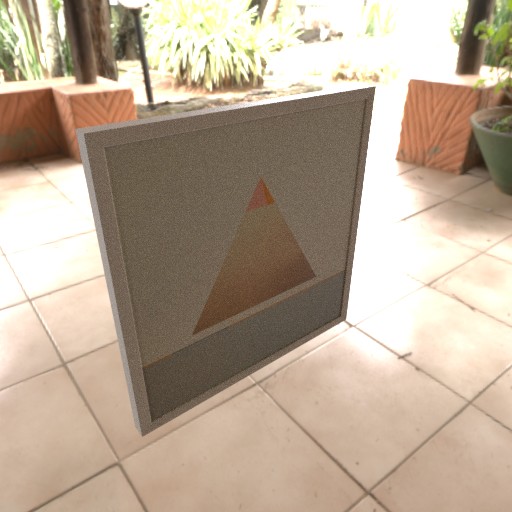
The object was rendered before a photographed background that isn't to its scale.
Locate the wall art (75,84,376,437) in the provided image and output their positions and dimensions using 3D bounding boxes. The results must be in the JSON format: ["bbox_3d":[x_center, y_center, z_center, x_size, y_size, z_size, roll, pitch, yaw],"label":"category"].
[{"bbox_3d":[0.000,0.000,1.152,0.768,0.765,0.041,-22,36,-33],"label":"wall art"}]
